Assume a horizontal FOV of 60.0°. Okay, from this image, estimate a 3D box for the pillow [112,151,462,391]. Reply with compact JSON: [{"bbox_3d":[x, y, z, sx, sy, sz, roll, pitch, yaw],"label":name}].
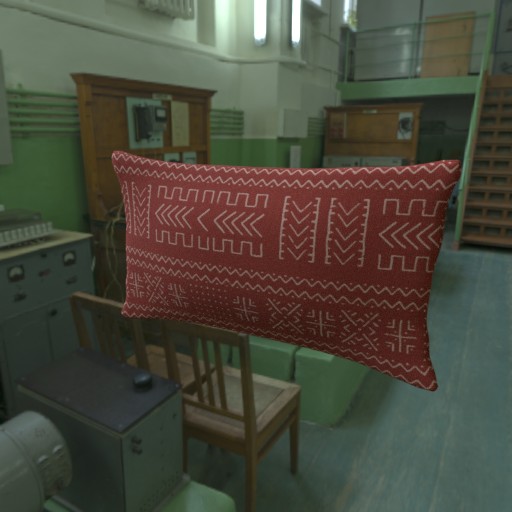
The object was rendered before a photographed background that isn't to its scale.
[{"bbox_3d":[0.000,0.000,0.787,0.640,0.352,0.130,8,17,26],"label":"pillow"}]
